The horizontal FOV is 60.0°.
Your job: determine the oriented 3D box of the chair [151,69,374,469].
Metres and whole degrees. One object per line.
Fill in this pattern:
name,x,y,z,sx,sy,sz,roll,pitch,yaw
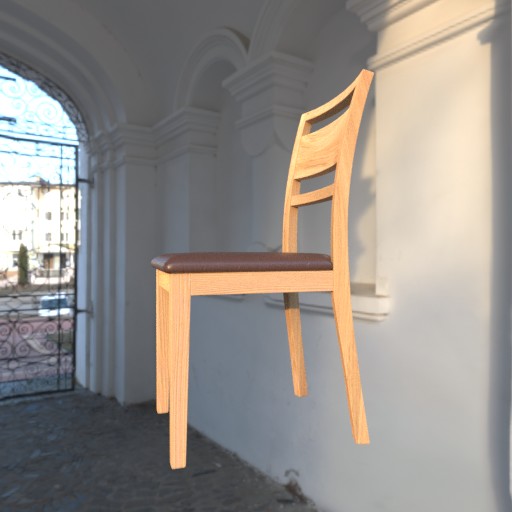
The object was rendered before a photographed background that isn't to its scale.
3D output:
chair,0.000,0.000,1.234,0.545,0.940,0.420,0,1,-17
